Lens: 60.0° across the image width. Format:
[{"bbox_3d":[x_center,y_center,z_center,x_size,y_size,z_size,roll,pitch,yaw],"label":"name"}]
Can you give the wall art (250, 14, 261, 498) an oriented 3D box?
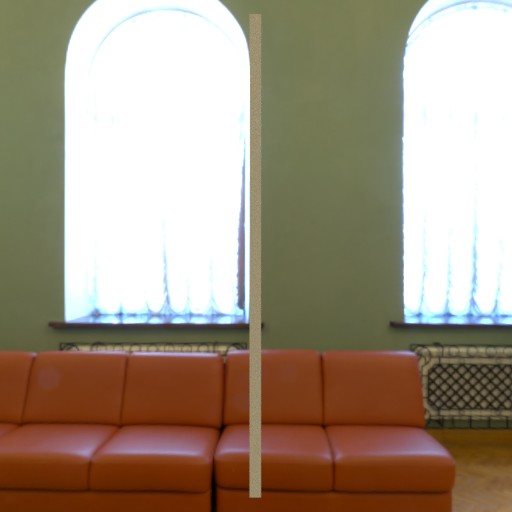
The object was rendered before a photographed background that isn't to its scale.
[{"bbox_3d":[0.000,0.000,0.679,0.013,0.533,0.381,0,0,0],"label":"wall art"}]
